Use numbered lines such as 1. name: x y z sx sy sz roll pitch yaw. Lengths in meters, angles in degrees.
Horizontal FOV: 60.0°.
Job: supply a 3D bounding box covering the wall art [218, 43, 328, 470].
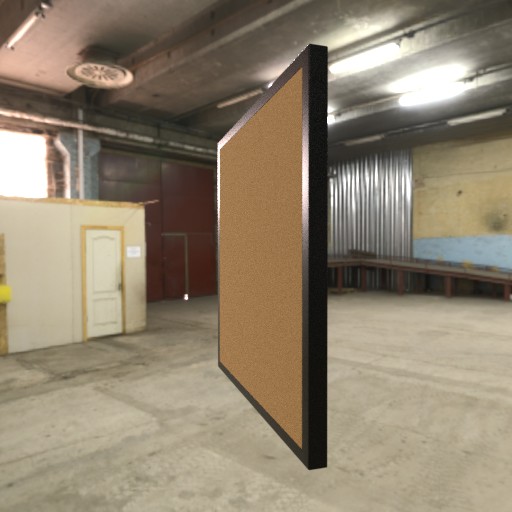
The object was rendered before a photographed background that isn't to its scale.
1. wall art: 0.000 0.000 1.154 0.038 0.761 0.755 0 1 -17
